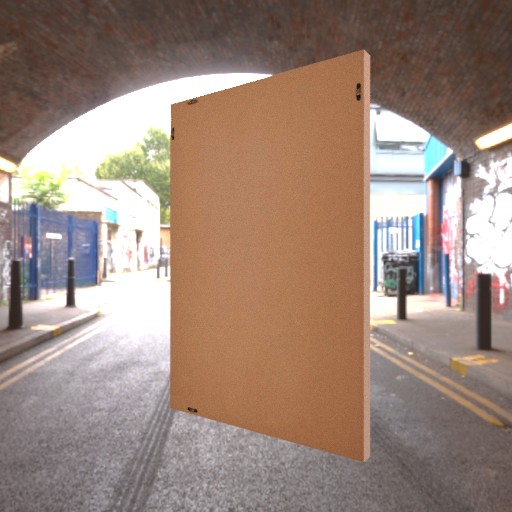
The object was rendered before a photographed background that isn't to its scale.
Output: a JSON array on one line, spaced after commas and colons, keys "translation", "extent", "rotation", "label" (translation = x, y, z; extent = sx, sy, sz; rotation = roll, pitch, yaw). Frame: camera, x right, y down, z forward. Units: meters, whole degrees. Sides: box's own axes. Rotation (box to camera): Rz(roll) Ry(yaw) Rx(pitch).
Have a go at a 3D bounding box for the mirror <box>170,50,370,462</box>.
[{"translation": [0.000, 0.000, 1.170], "extent": [0.609, 0.915, 0.041], "rotation": [0, 0, 35], "label": "mirror"}]
